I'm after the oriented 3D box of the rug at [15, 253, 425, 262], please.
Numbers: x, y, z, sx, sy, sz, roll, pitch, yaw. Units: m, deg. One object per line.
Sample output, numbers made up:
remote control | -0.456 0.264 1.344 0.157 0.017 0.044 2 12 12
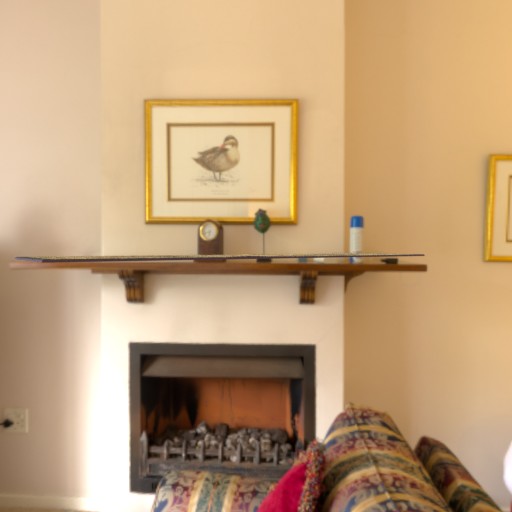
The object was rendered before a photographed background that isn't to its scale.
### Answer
rug | 0.000 0.000 2.445 2.283 0.016 0.602 -1 1 -36
